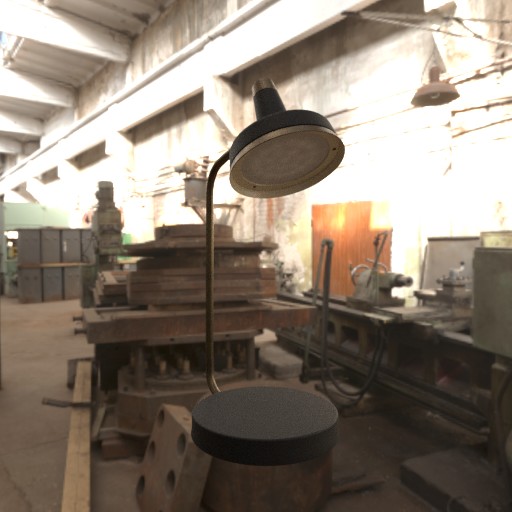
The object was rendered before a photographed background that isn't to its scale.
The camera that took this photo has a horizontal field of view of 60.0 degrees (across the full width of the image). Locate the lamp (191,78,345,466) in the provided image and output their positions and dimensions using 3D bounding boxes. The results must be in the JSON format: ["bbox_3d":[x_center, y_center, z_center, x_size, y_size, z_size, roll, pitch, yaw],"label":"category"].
[{"bbox_3d":[0.000,0.000,0.499,0.162,0.385,0.218,-1,1,-36],"label":"lamp"}]
